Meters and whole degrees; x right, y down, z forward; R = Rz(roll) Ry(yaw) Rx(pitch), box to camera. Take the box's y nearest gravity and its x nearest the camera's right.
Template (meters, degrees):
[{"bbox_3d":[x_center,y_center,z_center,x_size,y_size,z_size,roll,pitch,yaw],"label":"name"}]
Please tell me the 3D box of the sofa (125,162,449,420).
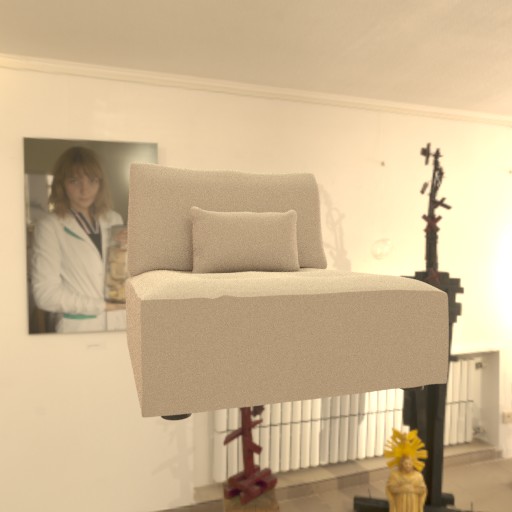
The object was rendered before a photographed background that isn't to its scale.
[{"bbox_3d":[0.000,0.000,1.699,0.935,0.828,1.000,0,1,-18],"label":"sofa"}]
